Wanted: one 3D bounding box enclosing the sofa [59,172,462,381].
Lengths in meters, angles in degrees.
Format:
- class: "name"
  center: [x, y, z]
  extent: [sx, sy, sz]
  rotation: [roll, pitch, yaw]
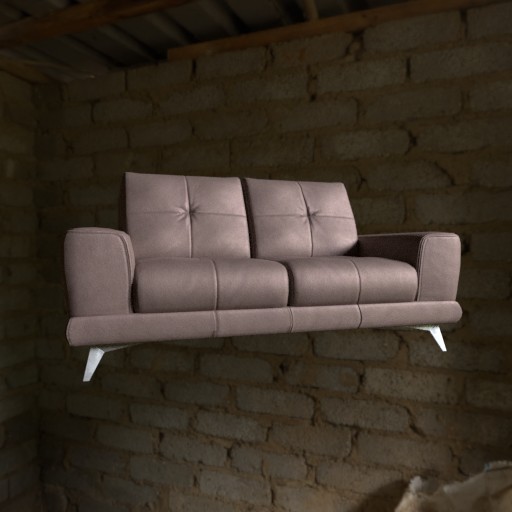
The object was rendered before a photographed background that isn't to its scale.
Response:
- class: "sofa"
  center: [0.000, 0.000, 2.318]
  extent: [1.806, 0.907, 1.018]
  rotation: [0, 1, -17]
